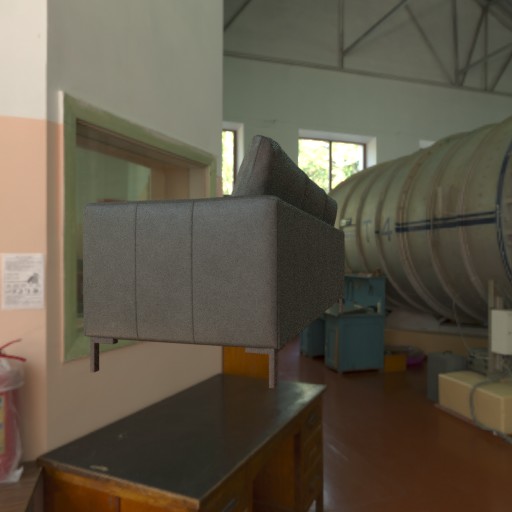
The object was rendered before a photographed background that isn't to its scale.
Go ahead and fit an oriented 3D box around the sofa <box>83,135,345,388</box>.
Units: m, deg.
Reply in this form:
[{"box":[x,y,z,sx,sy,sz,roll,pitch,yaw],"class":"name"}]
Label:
[{"box":[0.000,0.000,2.382,0.748,0.805,2.029,0,0,17],"class":"sofa"}]
